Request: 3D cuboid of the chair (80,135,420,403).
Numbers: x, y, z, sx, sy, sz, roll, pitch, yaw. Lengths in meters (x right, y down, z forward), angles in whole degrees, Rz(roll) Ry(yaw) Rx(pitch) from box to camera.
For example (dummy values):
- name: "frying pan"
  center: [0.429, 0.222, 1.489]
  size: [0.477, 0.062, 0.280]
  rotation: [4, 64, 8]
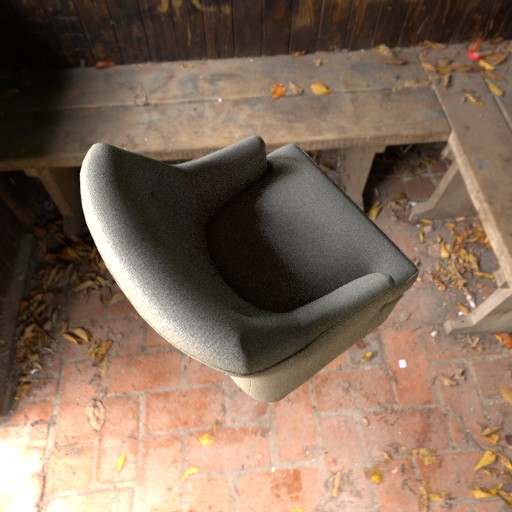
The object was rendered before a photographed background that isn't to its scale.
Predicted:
- name: "chair"
  center: [0.000, 0.000, 1.597]
  size: [0.923, 0.856, 0.864]
  rotation: [-30, 64, -17]
